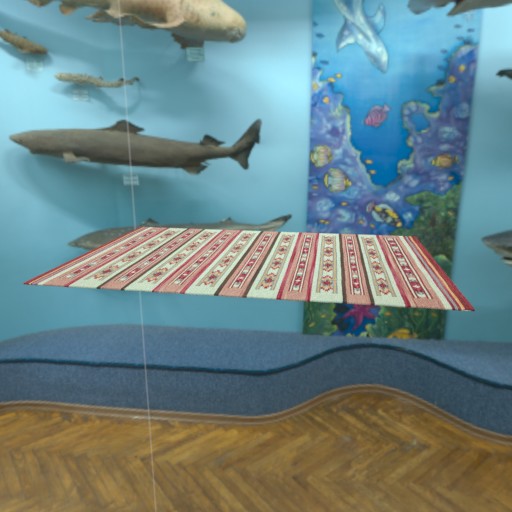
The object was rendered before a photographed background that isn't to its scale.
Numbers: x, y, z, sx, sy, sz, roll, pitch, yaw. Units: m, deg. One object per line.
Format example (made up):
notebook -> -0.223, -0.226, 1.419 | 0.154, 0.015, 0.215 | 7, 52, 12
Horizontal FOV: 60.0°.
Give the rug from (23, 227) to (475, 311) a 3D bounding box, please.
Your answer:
rug -> 0.000, 0.000, 2.329 | 1.817, 0.008, 1.223 | 3, 15, 9
